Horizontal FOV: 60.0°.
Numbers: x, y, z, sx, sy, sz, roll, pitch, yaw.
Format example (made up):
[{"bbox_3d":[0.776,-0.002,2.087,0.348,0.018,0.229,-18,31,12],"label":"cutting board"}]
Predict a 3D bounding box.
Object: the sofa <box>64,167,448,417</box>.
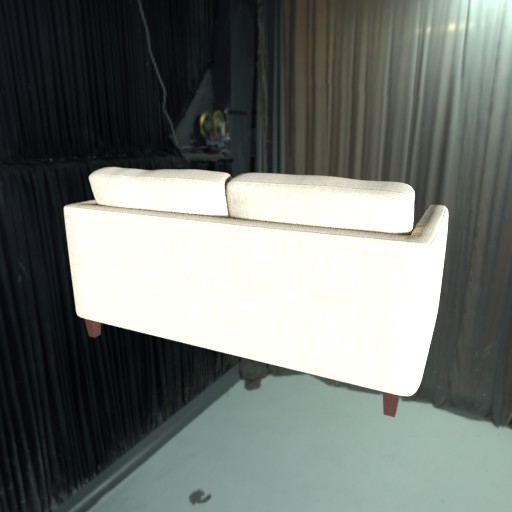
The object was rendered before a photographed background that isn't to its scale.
[{"bbox_3d":[0.000,0.000,2.448,1.884,0.963,0.950,8,18,25],"label":"sofa"}]
